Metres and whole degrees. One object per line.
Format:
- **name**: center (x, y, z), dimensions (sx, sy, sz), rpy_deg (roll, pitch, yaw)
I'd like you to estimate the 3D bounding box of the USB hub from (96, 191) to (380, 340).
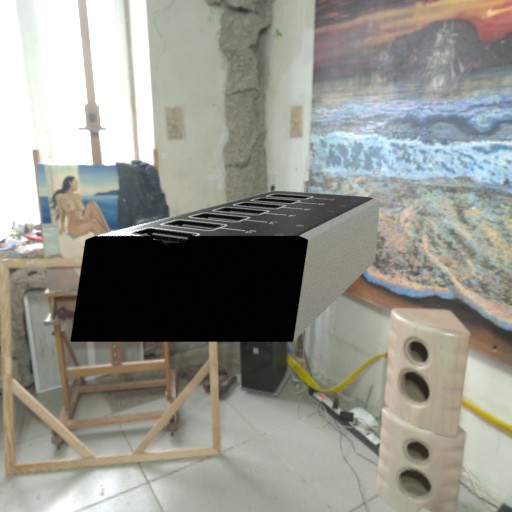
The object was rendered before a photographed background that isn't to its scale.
- **USB hub**: center (0.000, 0.000, 0.126), dimensions (0.044, 0.023, 0.110), rpy_deg (8, 18, 27)
